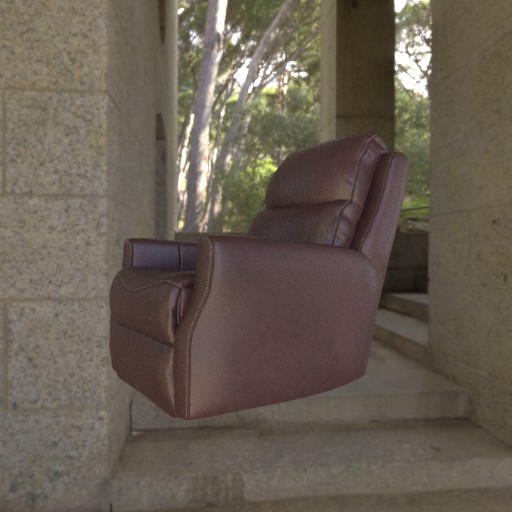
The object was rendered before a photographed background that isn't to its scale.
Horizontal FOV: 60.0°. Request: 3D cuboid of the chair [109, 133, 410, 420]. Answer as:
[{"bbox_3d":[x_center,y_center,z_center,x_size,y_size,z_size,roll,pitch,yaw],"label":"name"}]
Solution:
[{"bbox_3d":[0.000,0.000,1.825,1.080,1.030,0.829,-1,1,-35],"label":"chair"}]
